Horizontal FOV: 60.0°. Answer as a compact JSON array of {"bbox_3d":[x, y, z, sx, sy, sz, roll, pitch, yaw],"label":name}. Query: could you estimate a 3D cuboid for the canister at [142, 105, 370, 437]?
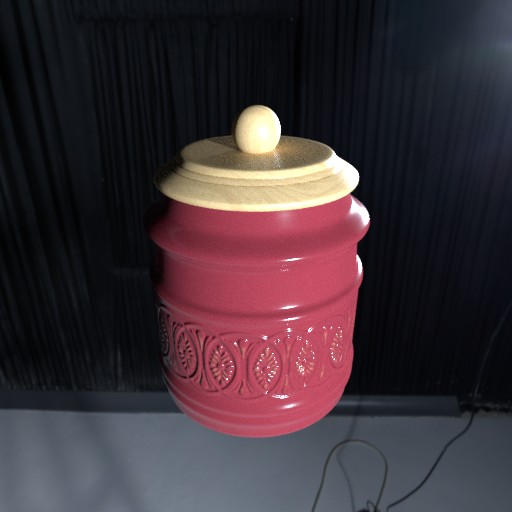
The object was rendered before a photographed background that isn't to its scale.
[{"bbox_3d":[0.000,0.000,0.272,0.130,0.176,0.130,0,27,0],"label":"canister"}]
